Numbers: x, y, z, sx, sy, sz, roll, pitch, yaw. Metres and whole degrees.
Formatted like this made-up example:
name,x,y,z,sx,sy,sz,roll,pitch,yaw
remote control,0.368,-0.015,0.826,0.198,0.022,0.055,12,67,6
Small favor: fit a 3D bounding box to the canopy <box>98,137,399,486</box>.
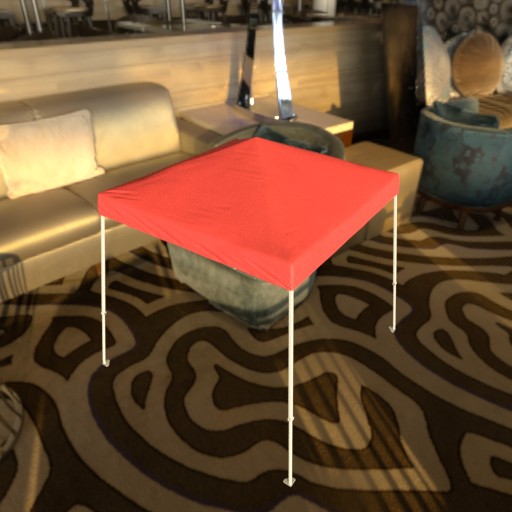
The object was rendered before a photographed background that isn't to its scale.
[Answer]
name,x,y,z,sx,sy,sz,roll,pitch,yaw
canopy,0.000,0.000,6.664,3.600,3.600,3.599,20,37,30
